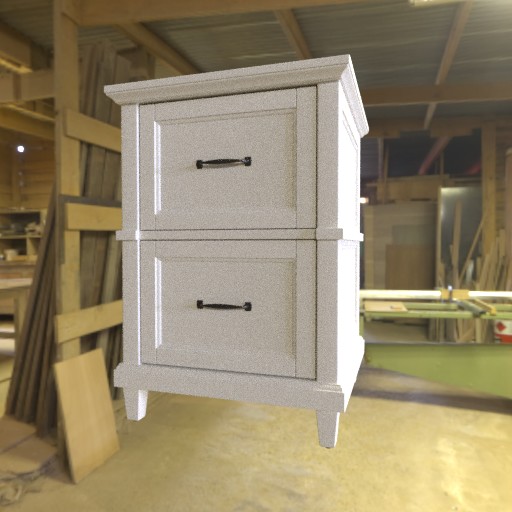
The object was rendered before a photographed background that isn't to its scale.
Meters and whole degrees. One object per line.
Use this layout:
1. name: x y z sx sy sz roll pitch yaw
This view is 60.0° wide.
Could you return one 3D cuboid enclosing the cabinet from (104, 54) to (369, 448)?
1. cabinet: 0.000 0.000 1.183 0.544 0.775 0.547 0 2 18
